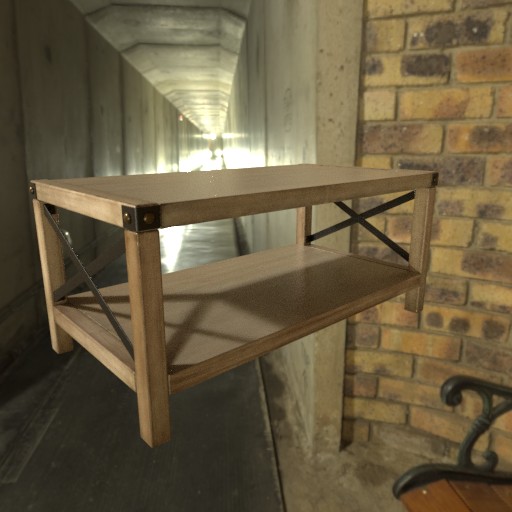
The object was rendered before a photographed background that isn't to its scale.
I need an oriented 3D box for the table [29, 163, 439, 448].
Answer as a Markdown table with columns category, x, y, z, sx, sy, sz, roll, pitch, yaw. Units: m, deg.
| category | x | y | z | sx | sy | sz | roll | pitch | yaw |
| --- | --- | --- | --- | --- | --- | --- | --- | --- | --- |
| table | 0.000 | 0.000 | 1.270 | 1.016 | 0.456 | 0.559 | -13 | 20 | -40 |
